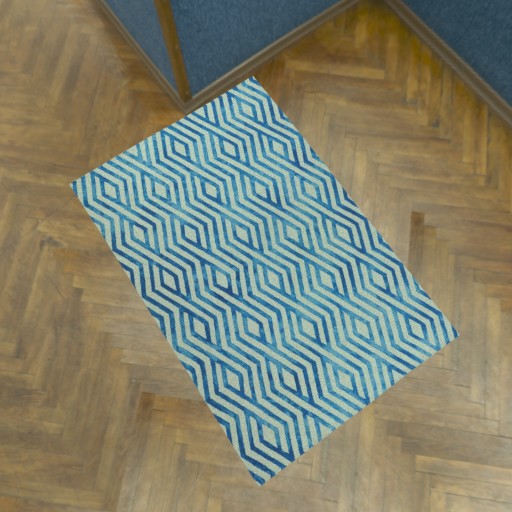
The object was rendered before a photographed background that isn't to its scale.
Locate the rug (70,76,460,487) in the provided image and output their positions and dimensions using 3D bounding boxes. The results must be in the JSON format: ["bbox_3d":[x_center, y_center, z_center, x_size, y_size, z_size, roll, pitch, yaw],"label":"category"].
[{"bbox_3d":[0.000,0.000,2.323,1.225,0.008,1.830,-34,77,-9],"label":"rug"}]
